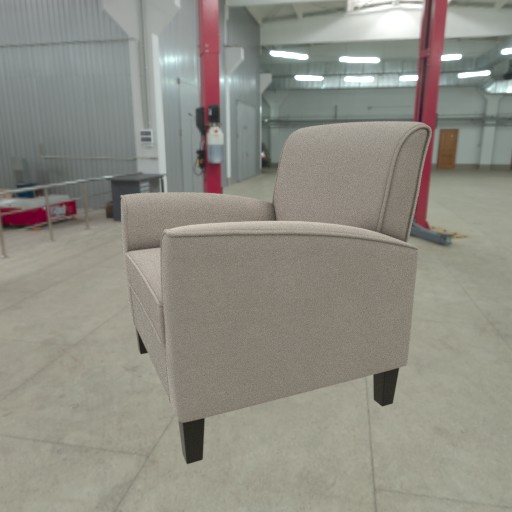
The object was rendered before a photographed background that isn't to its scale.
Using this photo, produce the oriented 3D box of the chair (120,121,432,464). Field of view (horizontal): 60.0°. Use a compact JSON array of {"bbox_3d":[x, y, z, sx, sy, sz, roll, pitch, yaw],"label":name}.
[{"bbox_3d":[0.000,0.000,1.566,0.820,0.915,0.820,-6,16,-23],"label":"chair"}]
